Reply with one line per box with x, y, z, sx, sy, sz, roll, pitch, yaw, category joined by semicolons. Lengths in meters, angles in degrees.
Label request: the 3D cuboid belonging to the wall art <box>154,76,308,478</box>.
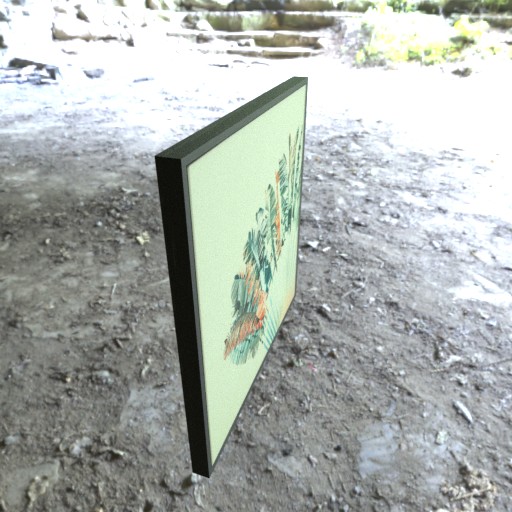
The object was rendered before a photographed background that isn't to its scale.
0.000;0.000;1.143;0.043;0.758;0.762;10;32;17;wall art
